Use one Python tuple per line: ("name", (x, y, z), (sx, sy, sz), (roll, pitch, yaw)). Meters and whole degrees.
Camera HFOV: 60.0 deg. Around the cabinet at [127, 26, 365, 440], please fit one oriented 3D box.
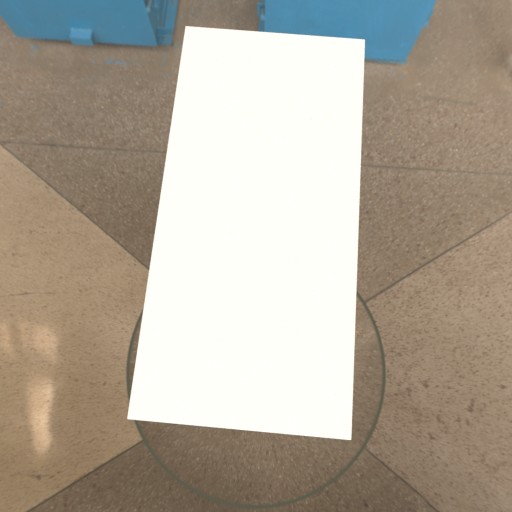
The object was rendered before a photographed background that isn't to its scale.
("cabinet", (0.000, 0.000, 1.222), (0.398, 0.761, 0.800), (5, 76, 1))
